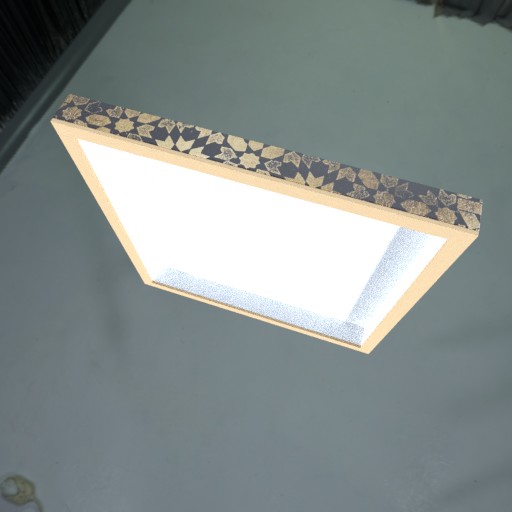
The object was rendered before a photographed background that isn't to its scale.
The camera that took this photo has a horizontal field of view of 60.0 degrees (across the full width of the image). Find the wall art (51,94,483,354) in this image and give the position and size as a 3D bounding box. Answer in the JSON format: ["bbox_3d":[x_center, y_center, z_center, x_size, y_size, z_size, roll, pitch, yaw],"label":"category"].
[{"bbox_3d":[0.000,0.000,0.588,0.405,0.405,0.038,16,65,8],"label":"wall art"}]
